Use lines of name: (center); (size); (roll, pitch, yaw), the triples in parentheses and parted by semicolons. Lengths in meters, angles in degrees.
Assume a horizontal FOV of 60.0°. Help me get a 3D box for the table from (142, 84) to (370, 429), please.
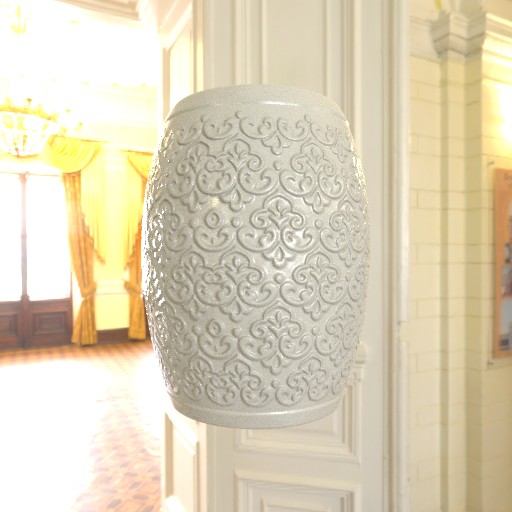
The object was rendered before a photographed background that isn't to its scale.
table: (0.000, 0.000, 0.619); (0.309, 0.397, 0.309); (0, 1, 0)
